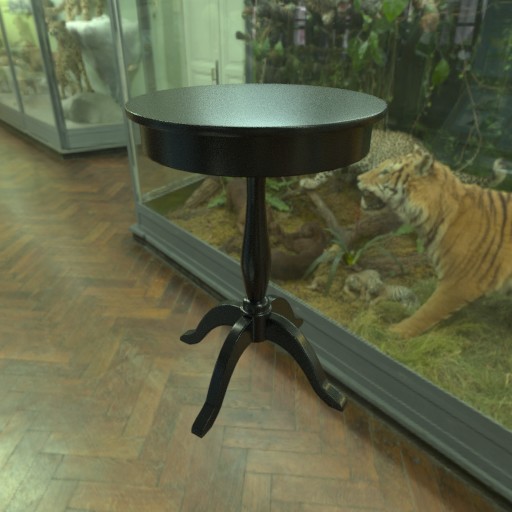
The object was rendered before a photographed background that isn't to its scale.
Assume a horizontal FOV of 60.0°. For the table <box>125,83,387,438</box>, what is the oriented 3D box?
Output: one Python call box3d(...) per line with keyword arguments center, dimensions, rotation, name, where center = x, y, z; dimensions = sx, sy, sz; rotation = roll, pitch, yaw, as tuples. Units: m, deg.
box3d(center=(0.000, 0.000, 0.986), dimensions=(0.481, 0.665, 0.481), rotation=(0, 28, 0), name="table")
